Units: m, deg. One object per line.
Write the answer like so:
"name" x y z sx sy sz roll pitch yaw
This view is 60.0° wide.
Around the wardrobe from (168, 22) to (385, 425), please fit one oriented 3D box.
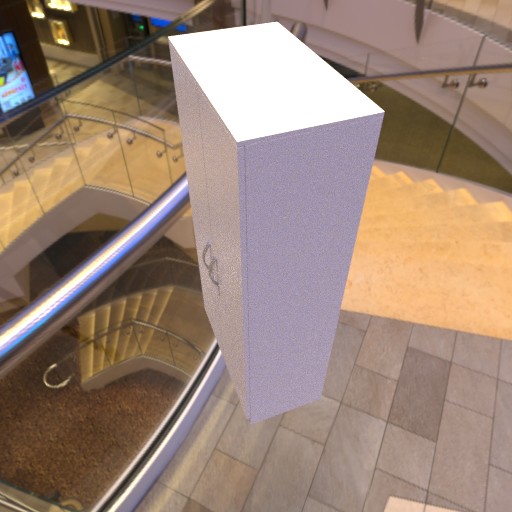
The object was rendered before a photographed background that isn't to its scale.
"wardrobe" 0.000 0.000 2.021 0.470 1.700 0.760 -15 48 -14
